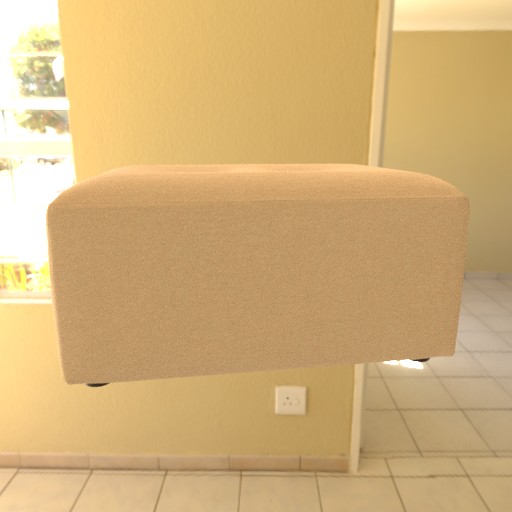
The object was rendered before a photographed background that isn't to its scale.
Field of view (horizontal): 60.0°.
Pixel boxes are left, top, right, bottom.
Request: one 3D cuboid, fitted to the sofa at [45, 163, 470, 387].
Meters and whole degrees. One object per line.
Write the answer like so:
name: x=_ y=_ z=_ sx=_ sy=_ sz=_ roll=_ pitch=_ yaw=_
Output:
sofa: x=0.000 y=0.000 z=1.193 sx=0.930 sy=0.470 sz=0.480 roll=-2 pitch=15 yaw=-8
